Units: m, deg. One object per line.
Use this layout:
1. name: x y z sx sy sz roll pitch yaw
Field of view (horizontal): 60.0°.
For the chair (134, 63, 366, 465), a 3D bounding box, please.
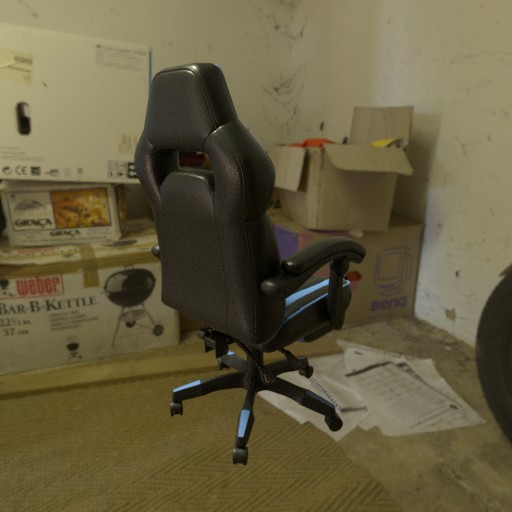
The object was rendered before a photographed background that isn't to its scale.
1. chair: 0.000 0.000 1.671 0.700 1.280 0.700 -15 21 -43
